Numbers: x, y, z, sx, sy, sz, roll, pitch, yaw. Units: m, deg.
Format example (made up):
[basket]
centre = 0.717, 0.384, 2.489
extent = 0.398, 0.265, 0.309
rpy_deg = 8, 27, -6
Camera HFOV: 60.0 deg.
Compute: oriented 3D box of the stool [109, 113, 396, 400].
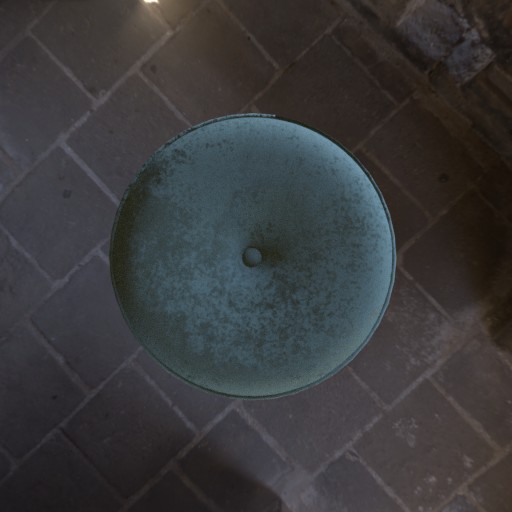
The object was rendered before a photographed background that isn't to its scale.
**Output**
[stool]
centre = 0.000, 0.000, 0.867
extent = 0.458, 0.519, 0.457
rpy_deg = 0, 90, 1
